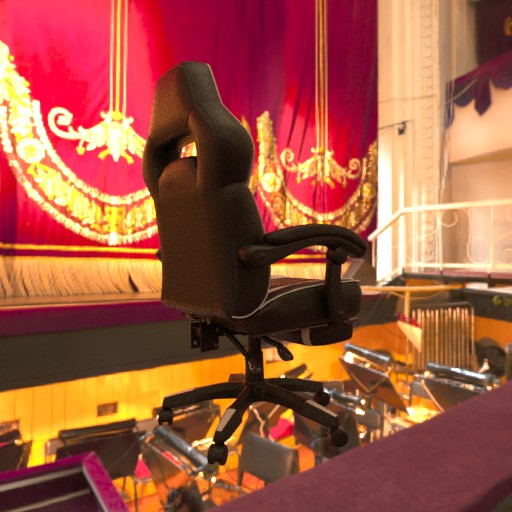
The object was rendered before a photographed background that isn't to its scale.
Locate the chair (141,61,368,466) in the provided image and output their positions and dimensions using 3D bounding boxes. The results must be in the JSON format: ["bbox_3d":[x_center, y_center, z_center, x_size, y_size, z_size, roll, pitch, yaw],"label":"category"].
[{"bbox_3d":[0.000,0.000,1.598,0.700,1.200,0.676,0,0,-36],"label":"chair"}]
